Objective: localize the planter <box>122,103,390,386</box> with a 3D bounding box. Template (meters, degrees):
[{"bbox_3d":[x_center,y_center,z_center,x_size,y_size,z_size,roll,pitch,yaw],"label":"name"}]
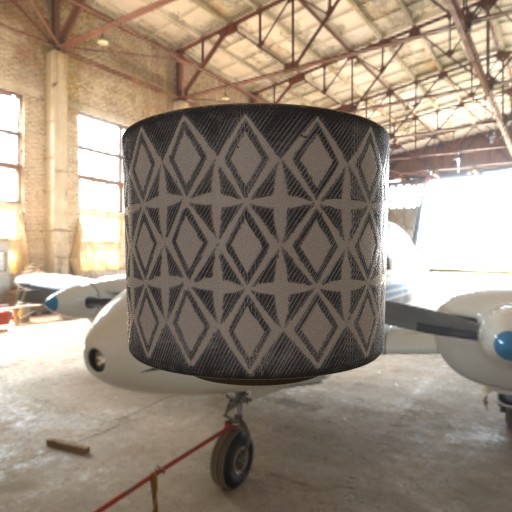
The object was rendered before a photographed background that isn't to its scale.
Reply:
[{"bbox_3d":[0.000,0.000,0.333,0.192,0.165,0.192,0,0,0],"label":"planter"}]
